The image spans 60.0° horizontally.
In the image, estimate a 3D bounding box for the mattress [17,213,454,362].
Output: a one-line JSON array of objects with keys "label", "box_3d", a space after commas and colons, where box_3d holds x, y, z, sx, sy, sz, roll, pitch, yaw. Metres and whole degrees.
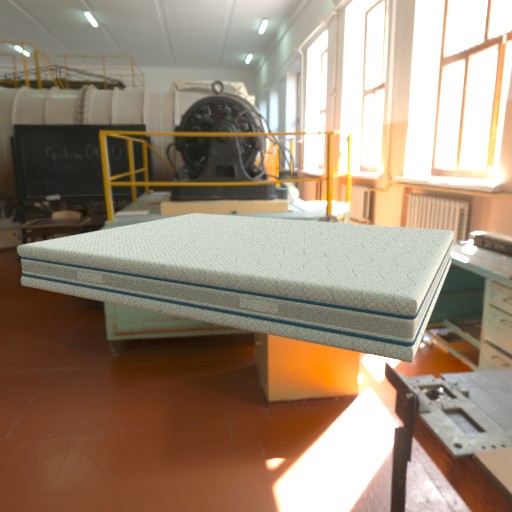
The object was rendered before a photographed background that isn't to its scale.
[{"label": "mattress", "box_3d": [0.000, 0.000, 2.584, 2.000, 0.230, 1.600, 6, 14, 27]}]
